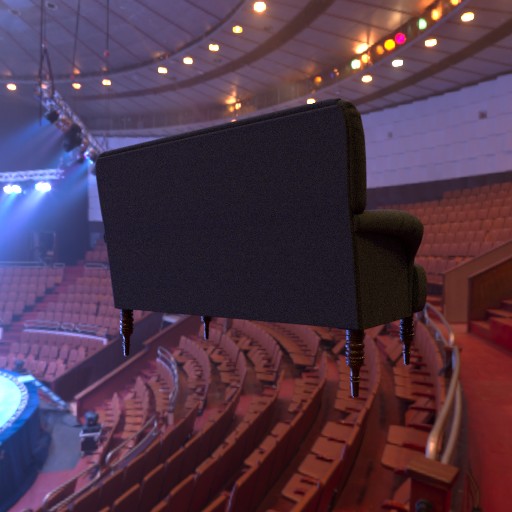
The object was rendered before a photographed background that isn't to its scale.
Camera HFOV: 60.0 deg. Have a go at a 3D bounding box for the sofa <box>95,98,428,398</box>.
[{"bbox_3d":[0.000,0.000,1.878,1.297,0.889,0.779,-1,-1,35],"label":"sofa"}]
